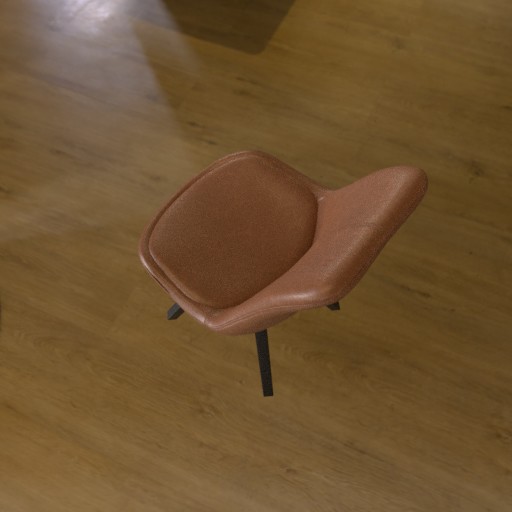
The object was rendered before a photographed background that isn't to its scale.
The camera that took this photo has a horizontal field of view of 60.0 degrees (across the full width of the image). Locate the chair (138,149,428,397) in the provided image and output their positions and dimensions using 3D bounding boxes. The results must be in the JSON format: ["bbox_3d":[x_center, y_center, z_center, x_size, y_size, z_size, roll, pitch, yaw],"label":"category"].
[{"bbox_3d":[0.000,0.000,1.142,0.550,0.850,0.475,36,69,16],"label":"chair"}]
